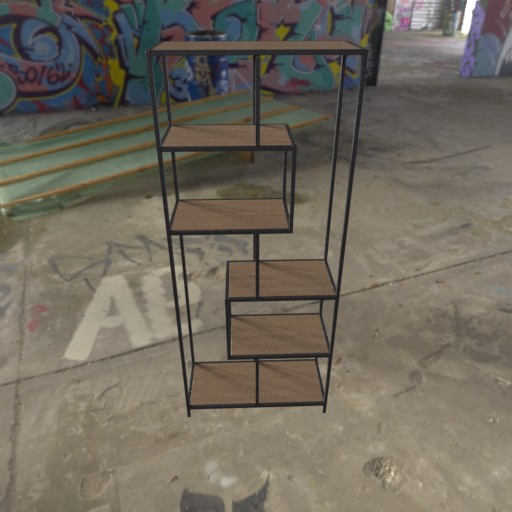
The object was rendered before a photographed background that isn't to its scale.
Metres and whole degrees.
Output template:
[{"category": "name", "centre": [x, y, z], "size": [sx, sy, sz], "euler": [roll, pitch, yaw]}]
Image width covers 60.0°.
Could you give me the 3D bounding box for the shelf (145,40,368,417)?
[{"category": "shelf", "centre": [0.000, 0.000, 2.144], "size": [0.770, 1.850, 0.350], "euler": [-1, 31, -2]}]
